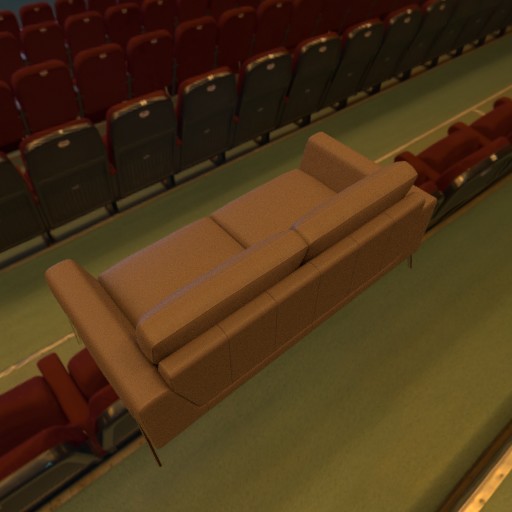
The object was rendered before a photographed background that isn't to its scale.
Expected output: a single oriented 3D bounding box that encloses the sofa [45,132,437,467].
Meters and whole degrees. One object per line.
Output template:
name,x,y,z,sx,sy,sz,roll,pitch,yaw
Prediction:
sofa,0.000,0.000,2.527,2.017,0.875,0.953,-32,55,-26
